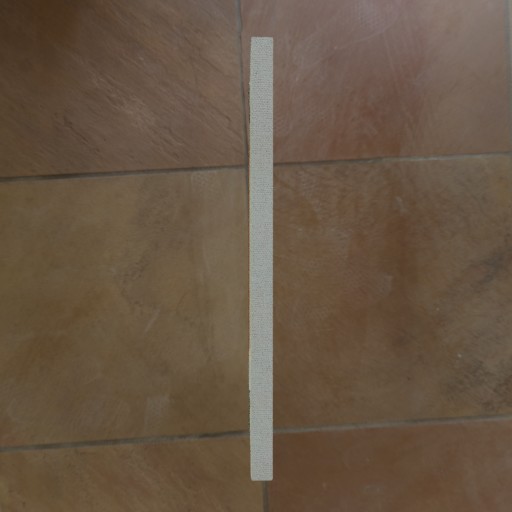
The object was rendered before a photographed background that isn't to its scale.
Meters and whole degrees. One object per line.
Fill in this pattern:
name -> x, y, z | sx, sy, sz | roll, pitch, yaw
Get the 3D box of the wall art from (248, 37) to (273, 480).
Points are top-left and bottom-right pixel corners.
wall art -> 0.000, 0.000, 0.607 | 0.023, 0.405, 0.405 | 0, 91, -1
